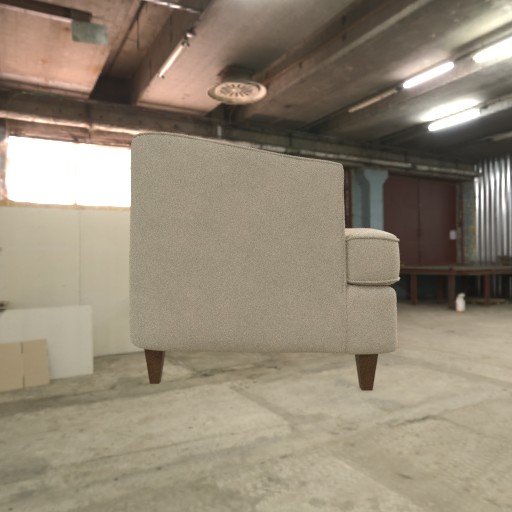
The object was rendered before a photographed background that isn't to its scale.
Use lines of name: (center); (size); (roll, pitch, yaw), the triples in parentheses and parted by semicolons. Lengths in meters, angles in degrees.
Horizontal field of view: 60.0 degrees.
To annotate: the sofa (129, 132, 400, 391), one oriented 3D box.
sofa: (0.000, 0.000, 2.238); (0.940, 0.878, 1.731); (0, 0, 0)
